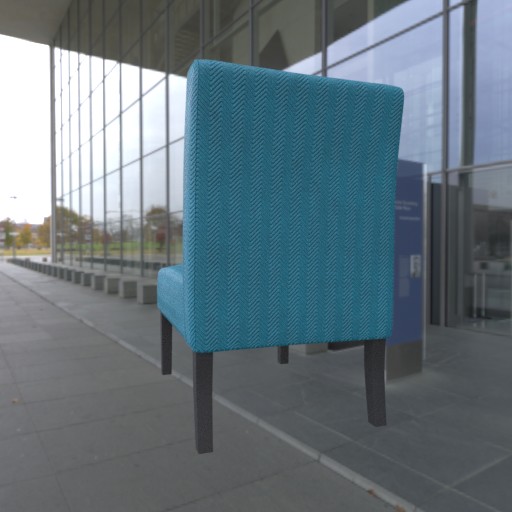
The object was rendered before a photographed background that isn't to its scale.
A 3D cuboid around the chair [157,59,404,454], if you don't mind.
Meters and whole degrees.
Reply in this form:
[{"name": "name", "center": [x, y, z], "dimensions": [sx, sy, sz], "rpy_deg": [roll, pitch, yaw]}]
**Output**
[{"name": "chair", "center": [0.000, 0.000, 1.457], "dimensions": [0.579, 0.927, 0.808], "rpy_deg": [0, 1, -19]}]
